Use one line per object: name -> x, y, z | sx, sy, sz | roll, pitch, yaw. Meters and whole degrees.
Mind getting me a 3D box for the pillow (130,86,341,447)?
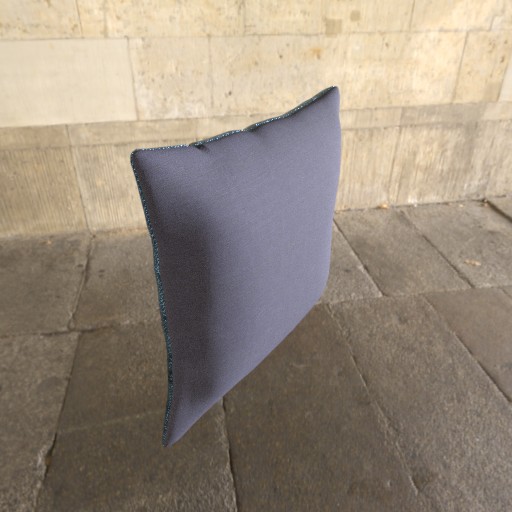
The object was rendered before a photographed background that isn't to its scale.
pillow -> 0.000, 0.000, 0.660 | 0.138, 0.430, 0.436 | 21, 37, 30
